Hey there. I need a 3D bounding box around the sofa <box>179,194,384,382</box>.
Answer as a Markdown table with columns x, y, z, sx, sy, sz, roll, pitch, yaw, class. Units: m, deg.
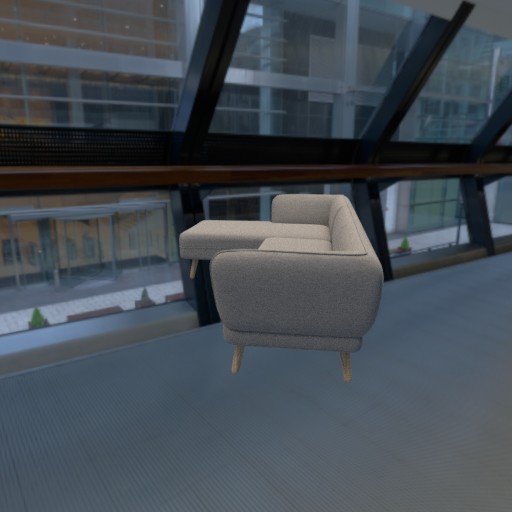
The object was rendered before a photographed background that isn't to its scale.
| x | y | z | sx | sy | sz | roll | pitch | yaw | class |
| --- | --- | --- | --- | --- | --- | --- | --- | --- | --- |
| 0.000 | 0.000 | 3.355 | 1.532 | 0.693 | 2.653 | 2 | 14 | 8 | sofa |
